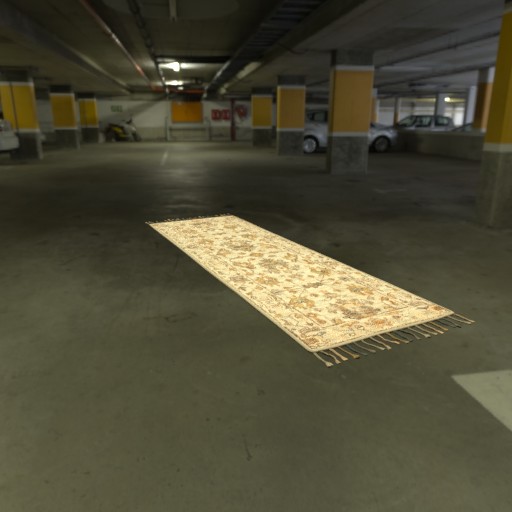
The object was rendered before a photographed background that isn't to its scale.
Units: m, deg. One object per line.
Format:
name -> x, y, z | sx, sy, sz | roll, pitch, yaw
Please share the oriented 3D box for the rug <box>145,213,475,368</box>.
rug -> 0.000, 0.000, 2.634 | 0.729, 0.021, 2.438 | -9, 19, -26
